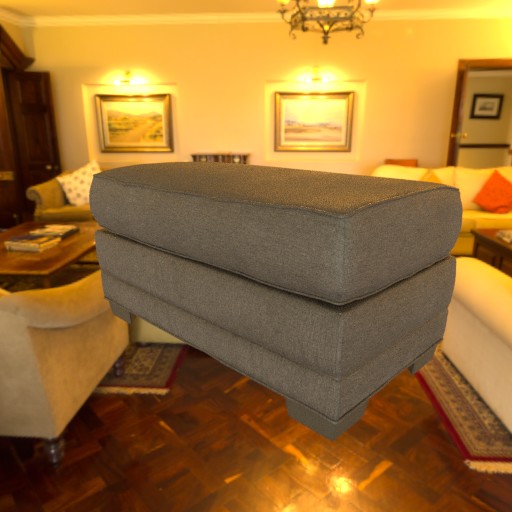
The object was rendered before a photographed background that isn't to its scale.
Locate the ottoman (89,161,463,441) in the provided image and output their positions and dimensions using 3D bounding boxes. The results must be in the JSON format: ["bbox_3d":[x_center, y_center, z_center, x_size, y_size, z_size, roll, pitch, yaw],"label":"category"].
[{"bbox_3d":[0.000,0.000,1.144,0.864,0.448,0.490,16,22,42],"label":"ottoman"}]
